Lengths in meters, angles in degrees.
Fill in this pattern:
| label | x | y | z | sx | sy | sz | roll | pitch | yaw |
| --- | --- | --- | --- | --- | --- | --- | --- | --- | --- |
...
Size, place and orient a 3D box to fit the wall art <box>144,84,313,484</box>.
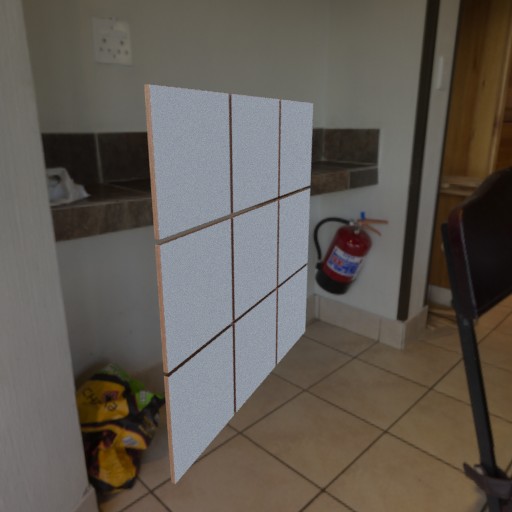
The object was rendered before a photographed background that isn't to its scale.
| label | x | y | z | sx | sy | sz | roll | pitch | yaw |
| --- | --- | --- | --- | --- | --- | --- | --- | --- | --- |
| wall art | 0.000 | 0.000 | 1.839 | 0.017 | 1.246 | 1.256 | 8 | 19 | 25 |
